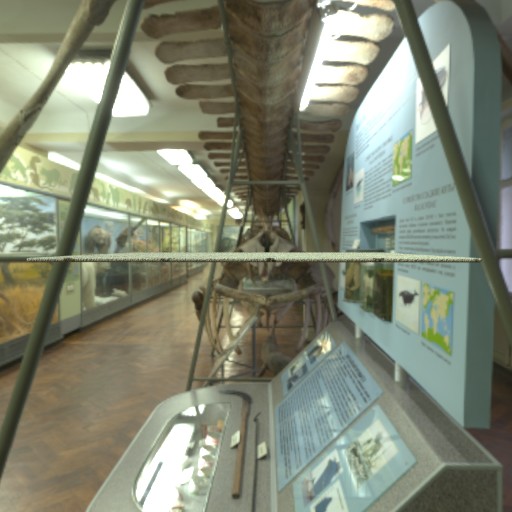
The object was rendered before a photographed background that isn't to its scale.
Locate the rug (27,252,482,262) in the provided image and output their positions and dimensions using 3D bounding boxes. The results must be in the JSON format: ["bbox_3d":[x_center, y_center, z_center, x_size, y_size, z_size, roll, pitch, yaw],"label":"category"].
[{"bbox_3d":[0.000,0.000,4.156,3.047,0.029,2.438,0,1,2],"label":"rug"}]
